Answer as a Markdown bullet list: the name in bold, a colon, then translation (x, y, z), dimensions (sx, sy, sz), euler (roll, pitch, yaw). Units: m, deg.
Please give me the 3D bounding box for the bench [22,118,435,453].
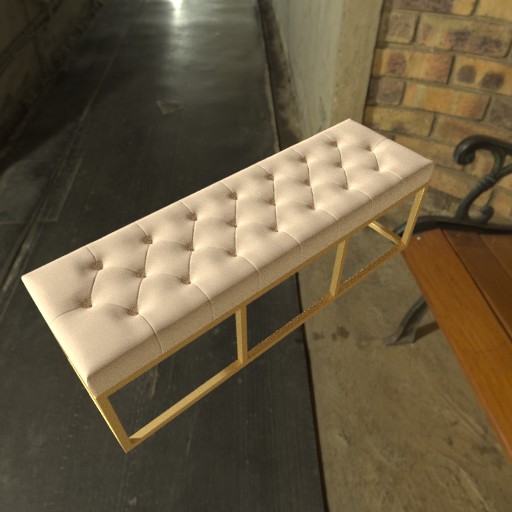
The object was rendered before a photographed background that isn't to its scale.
- **bench**: translation (0.000, 0.000, 1.695), dimensions (1.473, 0.484, 0.457), euler (-31, 54, -26)
